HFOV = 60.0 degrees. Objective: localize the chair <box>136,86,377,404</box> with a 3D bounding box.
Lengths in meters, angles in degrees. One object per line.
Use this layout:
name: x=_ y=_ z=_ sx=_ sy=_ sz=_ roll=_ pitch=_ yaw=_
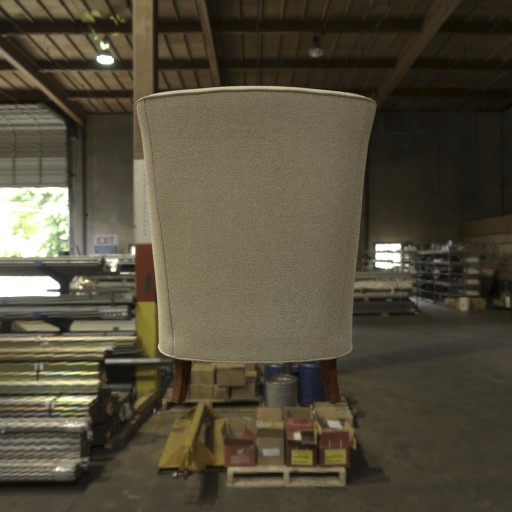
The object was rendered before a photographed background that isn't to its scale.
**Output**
chair: x=0.000 y=0.000 z=1.774 sx=0.838 sy=1.040 sz=0.966 roll=0 pitch=0 yaw=-1
